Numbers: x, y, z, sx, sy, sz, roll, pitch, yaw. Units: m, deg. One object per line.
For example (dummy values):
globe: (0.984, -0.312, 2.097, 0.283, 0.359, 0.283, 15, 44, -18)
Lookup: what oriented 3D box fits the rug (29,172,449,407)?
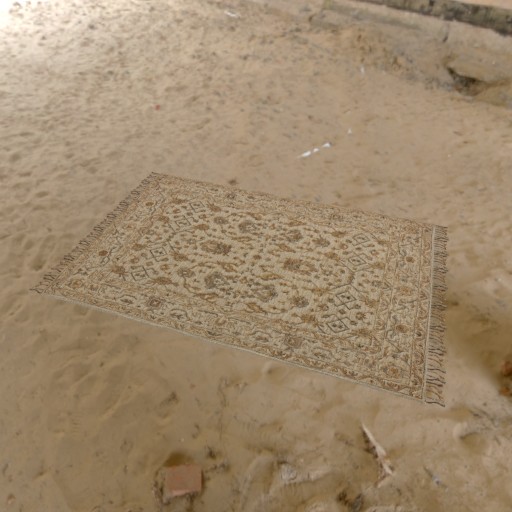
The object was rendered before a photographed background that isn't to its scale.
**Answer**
rug: (0.000, 0.000, 2.960, 2.434, 0.027, 1.529, 13, 42, 14)
